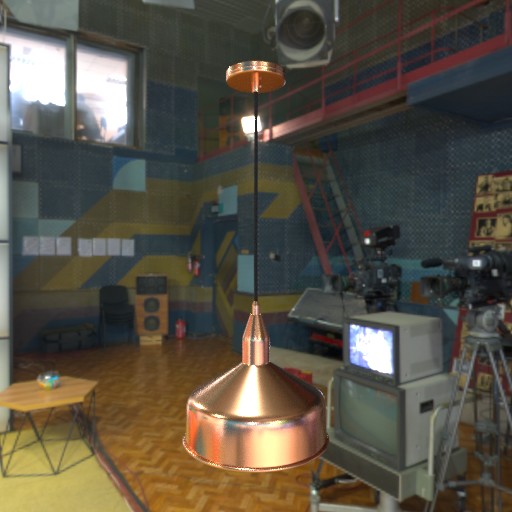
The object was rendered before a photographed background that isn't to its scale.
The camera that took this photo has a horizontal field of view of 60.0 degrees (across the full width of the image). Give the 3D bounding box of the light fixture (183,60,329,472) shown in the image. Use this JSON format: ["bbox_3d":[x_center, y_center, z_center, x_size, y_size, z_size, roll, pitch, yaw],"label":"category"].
[{"bbox_3d":[0.000,0.000,0.918,0.301,0.754,0.301,0,0,17],"label":"light fixture"}]
